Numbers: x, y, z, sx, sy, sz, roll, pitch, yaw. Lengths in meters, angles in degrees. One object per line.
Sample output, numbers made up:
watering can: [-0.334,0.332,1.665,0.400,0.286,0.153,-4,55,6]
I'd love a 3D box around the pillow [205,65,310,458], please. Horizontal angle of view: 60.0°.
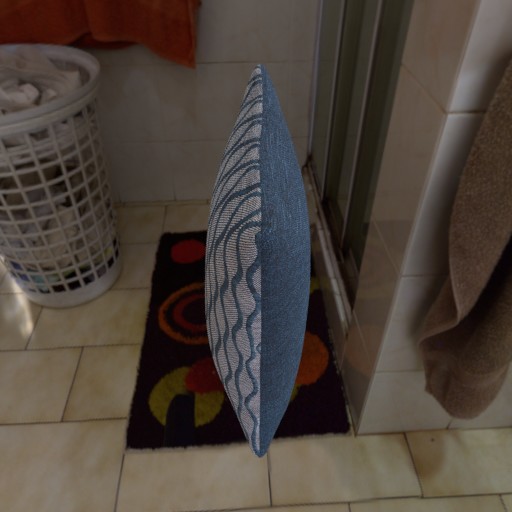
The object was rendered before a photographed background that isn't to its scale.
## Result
pillow: [0.000,0.000,0.682,0.159,0.435,0.435,-1,43,-1]
